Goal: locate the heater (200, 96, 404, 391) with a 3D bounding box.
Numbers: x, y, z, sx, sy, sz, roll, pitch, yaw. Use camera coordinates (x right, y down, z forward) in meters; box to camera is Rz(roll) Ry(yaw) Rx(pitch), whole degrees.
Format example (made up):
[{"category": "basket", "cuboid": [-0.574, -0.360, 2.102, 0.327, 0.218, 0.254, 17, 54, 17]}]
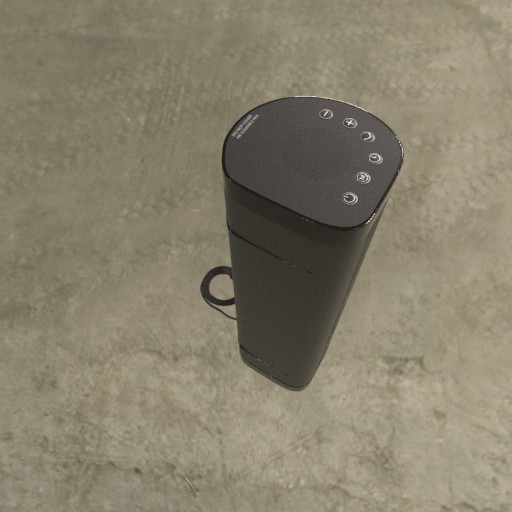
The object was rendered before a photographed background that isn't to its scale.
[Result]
[{"category": "heater", "cuboid": [0.000, 0.000, 0.697, 0.312, 0.552, 0.174, 28, 63, 16]}]
